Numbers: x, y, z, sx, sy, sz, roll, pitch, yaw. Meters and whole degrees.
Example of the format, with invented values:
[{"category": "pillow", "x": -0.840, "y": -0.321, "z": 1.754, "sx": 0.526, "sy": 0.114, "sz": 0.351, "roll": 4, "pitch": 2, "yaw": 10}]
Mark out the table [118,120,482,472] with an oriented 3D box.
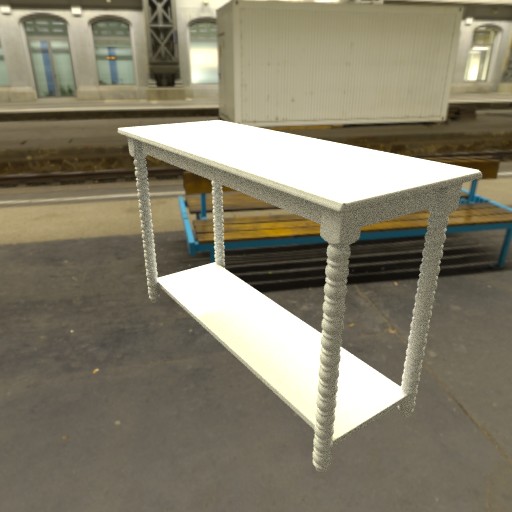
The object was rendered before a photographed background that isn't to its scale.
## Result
[{"category": "table", "x": 0.000, "y": 0.000, "z": 1.490, "sx": 0.459, "sy": 0.740, "sz": 1.184, "roll": -16, "pitch": 28, "yaw": -32}]
